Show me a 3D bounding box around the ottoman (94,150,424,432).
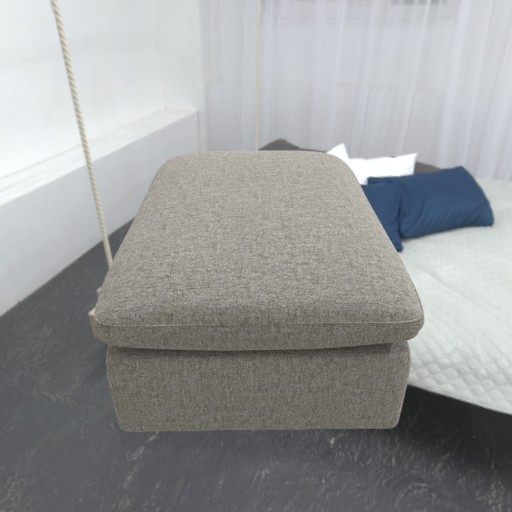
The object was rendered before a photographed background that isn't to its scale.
[{"bbox_3d":[0.000,0.000,1.328,0.694,0.451,0.977,0,31,-1],"label":"ottoman"}]
